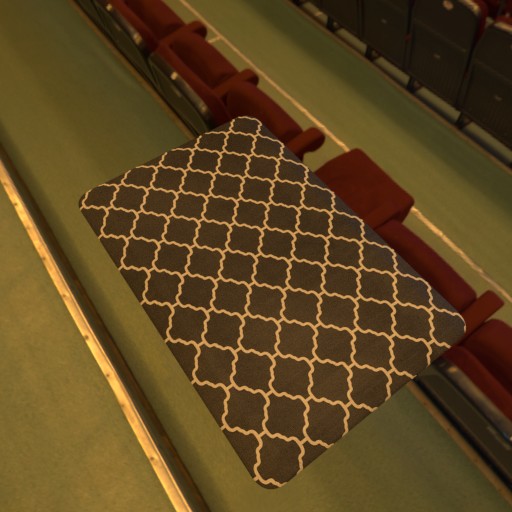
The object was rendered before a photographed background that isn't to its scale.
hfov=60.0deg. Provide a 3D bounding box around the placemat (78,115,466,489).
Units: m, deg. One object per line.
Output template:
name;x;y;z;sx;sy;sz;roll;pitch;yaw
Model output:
placemat;0.000;0.000;0.949;0.508;0.021;0.762;-32;64;-18
